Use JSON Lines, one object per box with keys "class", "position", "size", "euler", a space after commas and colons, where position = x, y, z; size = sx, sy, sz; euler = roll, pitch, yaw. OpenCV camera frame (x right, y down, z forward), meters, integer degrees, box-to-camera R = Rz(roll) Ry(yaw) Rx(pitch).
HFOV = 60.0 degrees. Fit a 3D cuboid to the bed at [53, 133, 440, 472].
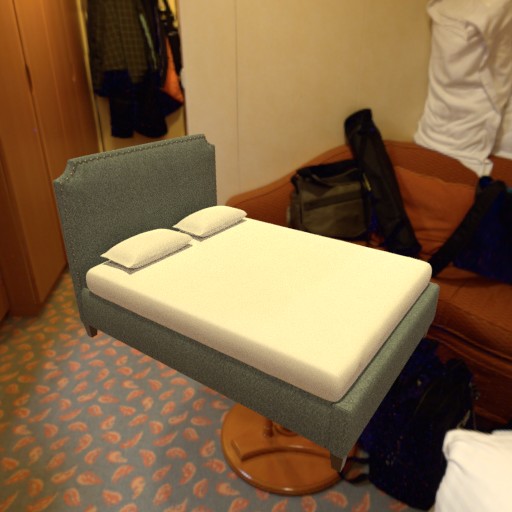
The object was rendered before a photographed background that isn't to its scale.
{"class": "bed", "position": [0.000, 0.000, 3.377], "size": [2.372, 1.443, 1.712], "euler": [16, 29, 32]}
